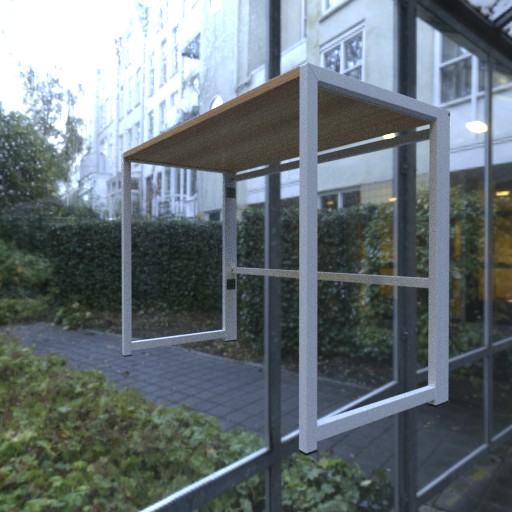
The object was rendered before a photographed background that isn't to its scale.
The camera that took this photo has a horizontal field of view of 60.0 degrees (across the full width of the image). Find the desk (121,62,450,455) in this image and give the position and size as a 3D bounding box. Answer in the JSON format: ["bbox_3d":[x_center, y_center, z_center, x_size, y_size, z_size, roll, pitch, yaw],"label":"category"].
[{"bbox_3d":[0.000,0.000,1.413,0.508,0.762,1.016,-1,1,-37],"label":"desk"}]
